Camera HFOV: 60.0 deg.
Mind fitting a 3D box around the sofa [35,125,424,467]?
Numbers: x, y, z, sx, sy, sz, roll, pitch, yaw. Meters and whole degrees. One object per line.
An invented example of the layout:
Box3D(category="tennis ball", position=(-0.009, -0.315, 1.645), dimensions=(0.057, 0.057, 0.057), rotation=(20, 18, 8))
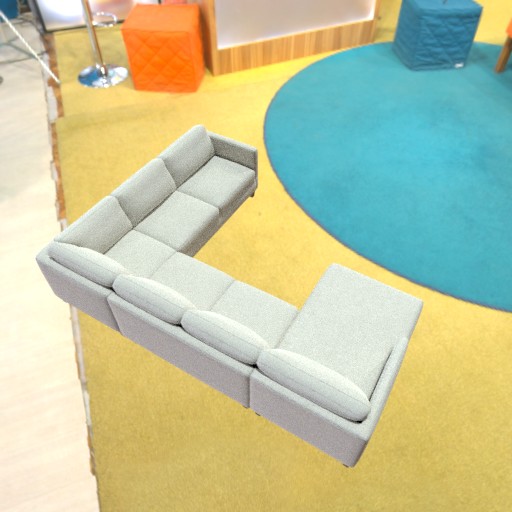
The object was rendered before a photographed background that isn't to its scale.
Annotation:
Box3D(category="sofa", position=(0.000, 0.000, 4.384), dimensions=(3.238, 0.853, 2.551), rotation=(24, 52, 20))
